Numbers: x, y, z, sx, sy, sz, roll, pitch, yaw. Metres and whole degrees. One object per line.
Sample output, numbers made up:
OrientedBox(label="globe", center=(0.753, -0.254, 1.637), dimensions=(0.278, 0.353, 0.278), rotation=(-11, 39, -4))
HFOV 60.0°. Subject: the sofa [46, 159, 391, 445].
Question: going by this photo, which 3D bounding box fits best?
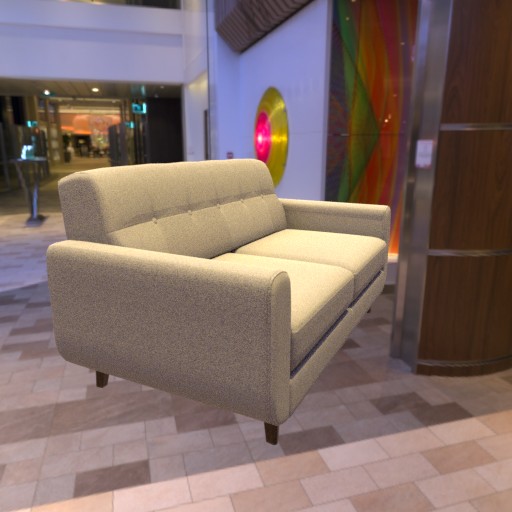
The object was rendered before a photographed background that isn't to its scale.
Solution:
OrientedBox(label="sofa", center=(0.000, 0.000, 2.150), dimensions=(0.980, 0.892, 1.655), rotation=(7, 16, 26))
